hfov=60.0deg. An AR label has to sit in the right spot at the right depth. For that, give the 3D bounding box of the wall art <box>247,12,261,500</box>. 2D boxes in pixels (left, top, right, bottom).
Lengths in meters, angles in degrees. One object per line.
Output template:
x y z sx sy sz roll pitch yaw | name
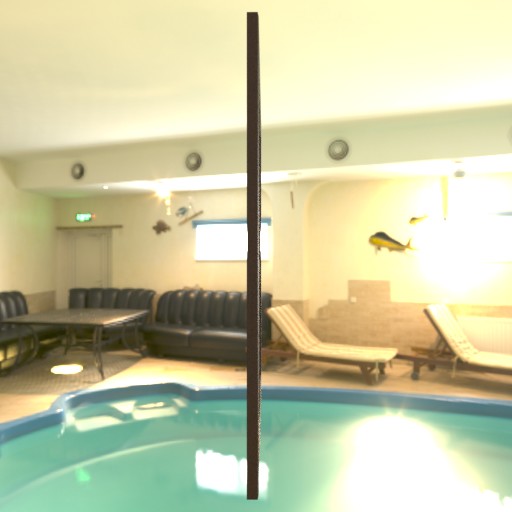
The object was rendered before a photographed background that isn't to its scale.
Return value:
0.000 0.000 0.640 0.013 0.508 0.359 0 0 1 | wall art
